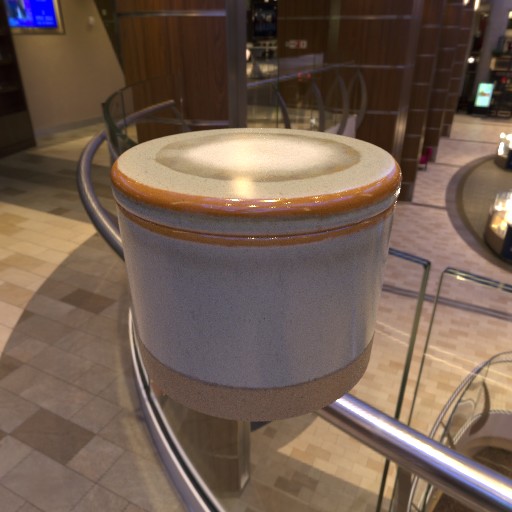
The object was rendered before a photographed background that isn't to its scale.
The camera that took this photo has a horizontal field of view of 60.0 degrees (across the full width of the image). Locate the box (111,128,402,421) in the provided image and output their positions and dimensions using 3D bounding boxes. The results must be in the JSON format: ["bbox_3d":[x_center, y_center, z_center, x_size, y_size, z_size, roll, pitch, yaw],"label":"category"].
[{"bbox_3d":[0.000,0.000,0.215,0.123,0.100,0.123,0,27,0],"label":"box"}]
